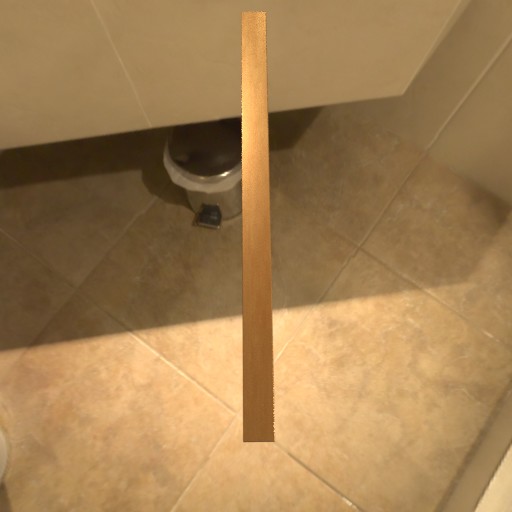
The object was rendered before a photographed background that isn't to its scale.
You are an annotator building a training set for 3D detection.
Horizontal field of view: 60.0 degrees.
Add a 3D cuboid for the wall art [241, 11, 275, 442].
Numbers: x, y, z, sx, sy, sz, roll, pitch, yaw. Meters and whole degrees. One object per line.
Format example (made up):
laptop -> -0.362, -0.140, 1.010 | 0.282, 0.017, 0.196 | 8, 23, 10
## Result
wall art -> 0.000, 0.000, 0.442 | 0.019, 0.302, 0.302 | -1, 75, 0
